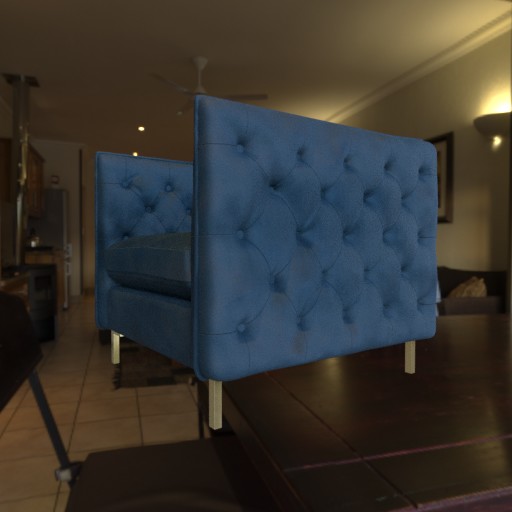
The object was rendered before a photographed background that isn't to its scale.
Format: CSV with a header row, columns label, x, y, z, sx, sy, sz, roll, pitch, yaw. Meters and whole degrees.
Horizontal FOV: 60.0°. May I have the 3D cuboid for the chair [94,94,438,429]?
label,x,y,z,sx,sy,sz,roll,pitch,yaw
chair,0.000,0.000,1.524,0.877,0.771,0.868,-1,2,-36
